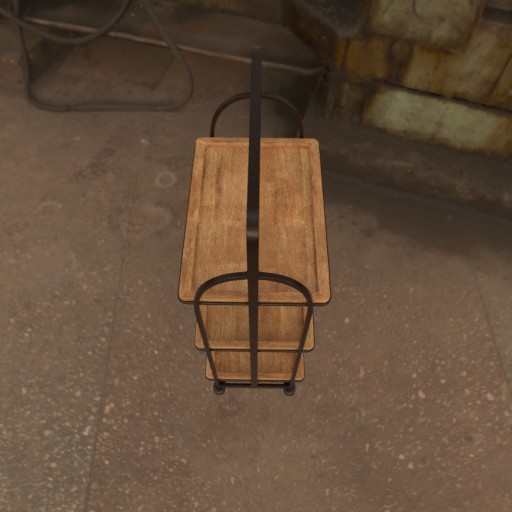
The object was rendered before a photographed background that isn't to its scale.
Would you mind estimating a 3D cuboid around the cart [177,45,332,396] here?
[{"bbox_3d":[0.000,0.000,1.235,0.327,1.001,0.553,1,59,0],"label":"cart"}]
